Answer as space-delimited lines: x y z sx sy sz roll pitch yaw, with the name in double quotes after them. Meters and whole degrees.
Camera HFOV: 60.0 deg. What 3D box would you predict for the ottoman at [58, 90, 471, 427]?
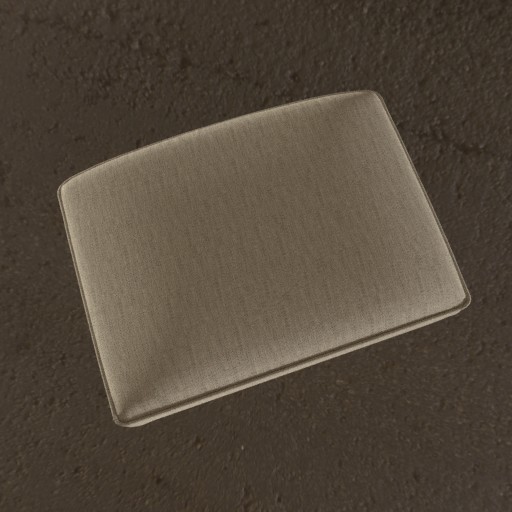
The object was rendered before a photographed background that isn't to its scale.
0.000 0.000 1.129 0.794 0.465 0.594 -18 76 -5 "ottoman"
